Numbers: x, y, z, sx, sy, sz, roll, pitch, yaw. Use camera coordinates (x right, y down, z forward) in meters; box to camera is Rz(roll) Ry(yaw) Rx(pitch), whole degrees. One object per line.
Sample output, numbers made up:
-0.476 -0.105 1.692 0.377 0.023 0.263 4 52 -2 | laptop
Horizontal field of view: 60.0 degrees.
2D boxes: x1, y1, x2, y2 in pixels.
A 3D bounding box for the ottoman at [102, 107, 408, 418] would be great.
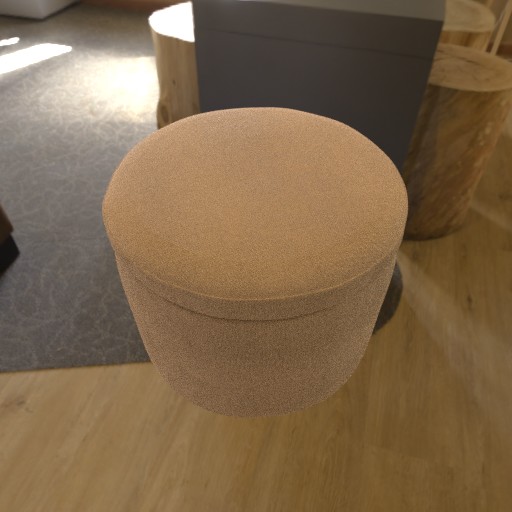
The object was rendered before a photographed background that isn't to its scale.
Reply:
0.000 0.000 0.851 0.497 0.409 0.497 0 46 0 | ottoman
